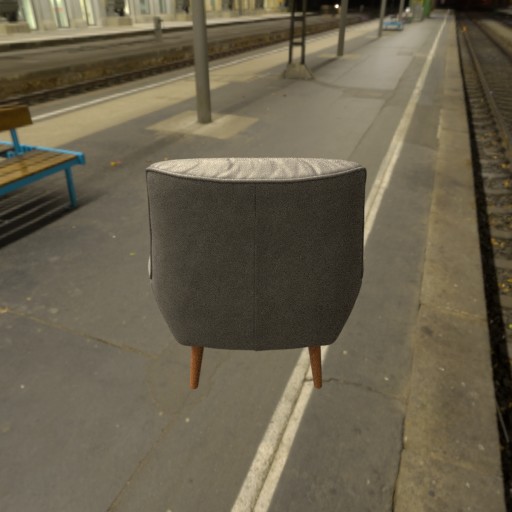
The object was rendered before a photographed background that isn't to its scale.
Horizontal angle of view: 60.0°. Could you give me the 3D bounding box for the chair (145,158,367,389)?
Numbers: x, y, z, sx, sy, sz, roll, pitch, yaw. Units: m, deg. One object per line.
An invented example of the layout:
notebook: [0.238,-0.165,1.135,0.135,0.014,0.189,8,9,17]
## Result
chair: [0.000,0.000,1.516,0.787,0.888,0.822,0,30,0]
